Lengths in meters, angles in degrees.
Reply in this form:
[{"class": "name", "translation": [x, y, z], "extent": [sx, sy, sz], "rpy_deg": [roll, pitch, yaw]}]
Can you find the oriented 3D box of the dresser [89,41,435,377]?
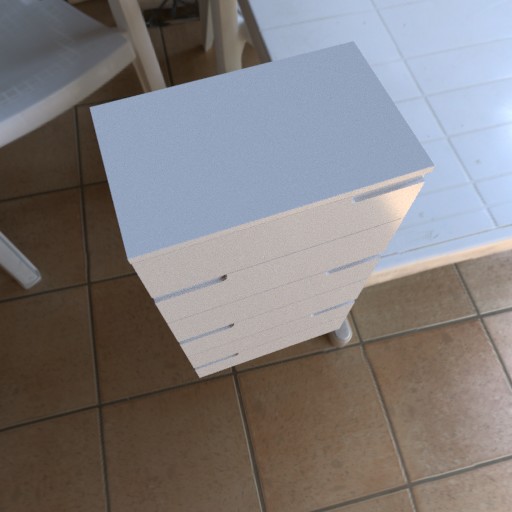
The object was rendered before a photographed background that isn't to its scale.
[{"class": "dresser", "translation": [0.000, 0.000, 1.491], "extent": [0.650, 1.190, 0.400], "rpy_deg": [-18, 65, -8]}]
